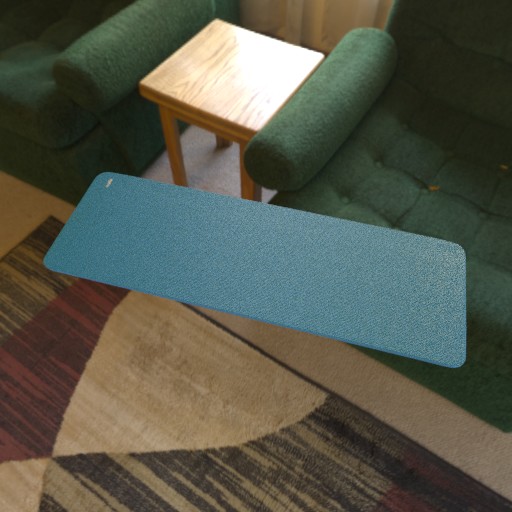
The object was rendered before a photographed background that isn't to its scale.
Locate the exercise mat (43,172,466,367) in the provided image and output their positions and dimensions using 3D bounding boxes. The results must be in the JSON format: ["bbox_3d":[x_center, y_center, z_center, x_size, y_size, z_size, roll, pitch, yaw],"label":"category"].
[{"bbox_3d":[0.000,0.000,2.036,1.869,0.021,0.616,13,58,8],"label":"exercise mat"}]
